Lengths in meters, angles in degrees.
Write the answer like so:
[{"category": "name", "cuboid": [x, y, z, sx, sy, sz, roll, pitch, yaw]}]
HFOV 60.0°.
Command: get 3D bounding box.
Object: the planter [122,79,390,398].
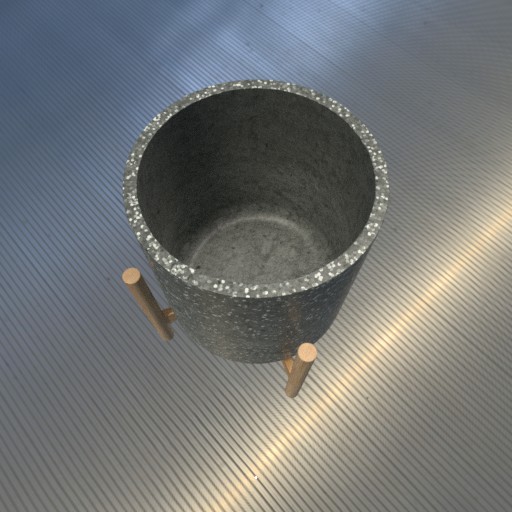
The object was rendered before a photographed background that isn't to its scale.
[{"category": "planter", "cuboid": [0.000, 0.000, 0.694, 0.360, 0.419, 0.360, 2, 63, 1]}]
